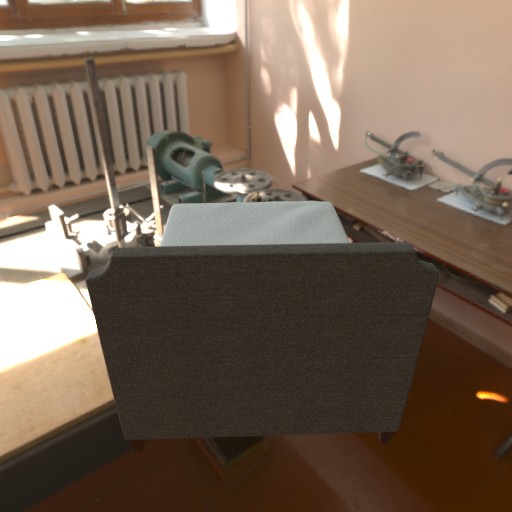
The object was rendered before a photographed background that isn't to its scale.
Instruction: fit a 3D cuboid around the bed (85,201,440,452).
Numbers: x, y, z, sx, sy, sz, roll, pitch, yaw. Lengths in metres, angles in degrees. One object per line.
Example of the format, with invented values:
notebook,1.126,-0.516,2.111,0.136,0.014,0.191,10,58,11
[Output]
bed,0.000,0.000,3.450,1.713,1.457,2.381,-1,31,-2
